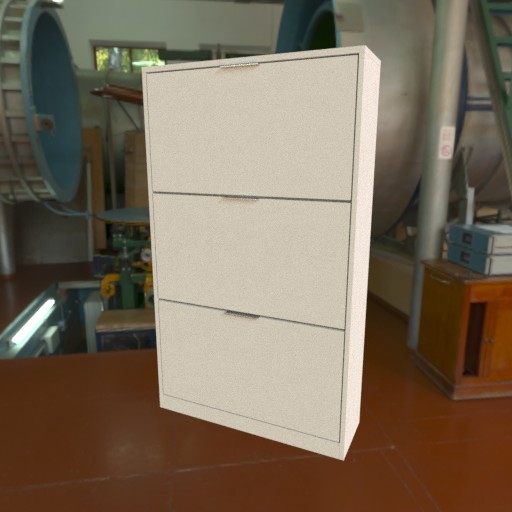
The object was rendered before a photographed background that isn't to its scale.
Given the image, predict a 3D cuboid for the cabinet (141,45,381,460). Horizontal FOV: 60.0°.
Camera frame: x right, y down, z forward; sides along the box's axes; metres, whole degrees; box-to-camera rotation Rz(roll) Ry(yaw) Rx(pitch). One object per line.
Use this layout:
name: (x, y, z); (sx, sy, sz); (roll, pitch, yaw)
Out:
cabinet: (0.000, 0.000, 1.584); (0.750, 1.280, 0.250); (6, 15, 24)
